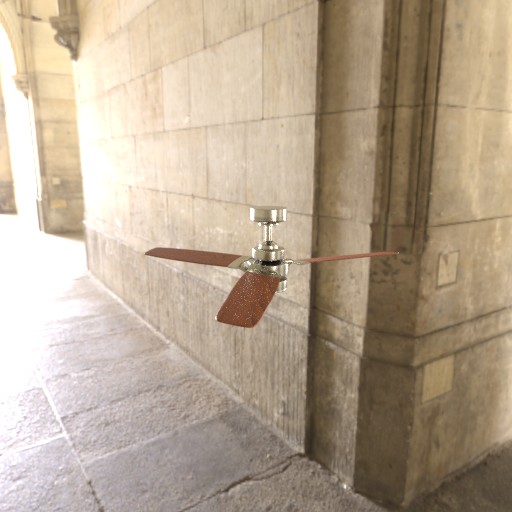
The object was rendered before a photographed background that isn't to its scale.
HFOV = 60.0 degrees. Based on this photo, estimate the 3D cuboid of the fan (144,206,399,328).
[{"bbox_3d":[0.000,0.000,2.029,1.416,0.410,1.271,2,13,10],"label":"fan"}]
